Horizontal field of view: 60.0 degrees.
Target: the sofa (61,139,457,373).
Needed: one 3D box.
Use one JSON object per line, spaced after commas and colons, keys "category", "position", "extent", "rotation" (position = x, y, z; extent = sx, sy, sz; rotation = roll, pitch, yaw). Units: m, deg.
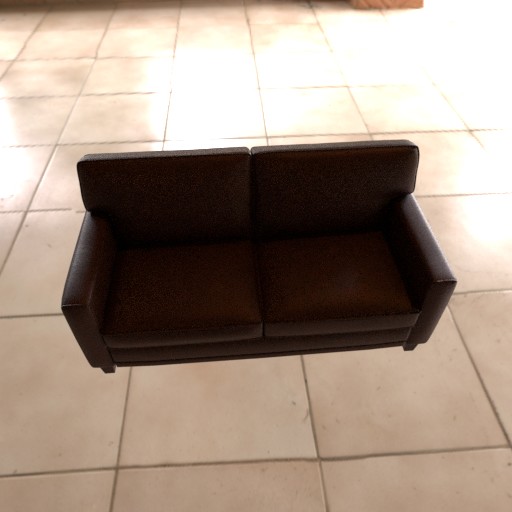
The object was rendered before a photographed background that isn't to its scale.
{"category": "sofa", "position": [0.000, 0.000, 2.412], "extent": [1.876, 0.928, 0.912], "rotation": [-3, 46, -3]}
